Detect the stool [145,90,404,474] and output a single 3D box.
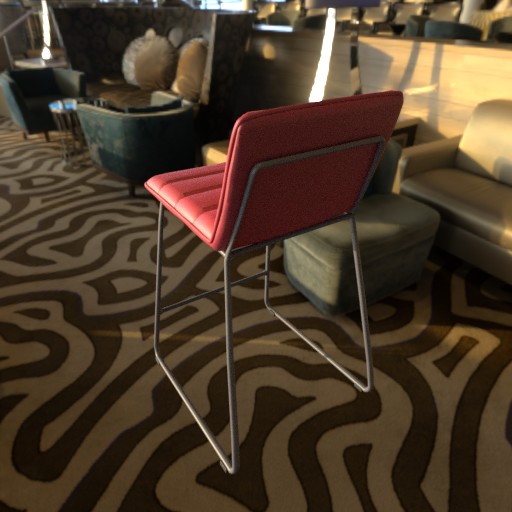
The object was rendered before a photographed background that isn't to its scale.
[{"bbox_3d":[0.000,0.000,1.160,0.489,0.866,0.524,-19,36,-29],"label":"stool"}]
